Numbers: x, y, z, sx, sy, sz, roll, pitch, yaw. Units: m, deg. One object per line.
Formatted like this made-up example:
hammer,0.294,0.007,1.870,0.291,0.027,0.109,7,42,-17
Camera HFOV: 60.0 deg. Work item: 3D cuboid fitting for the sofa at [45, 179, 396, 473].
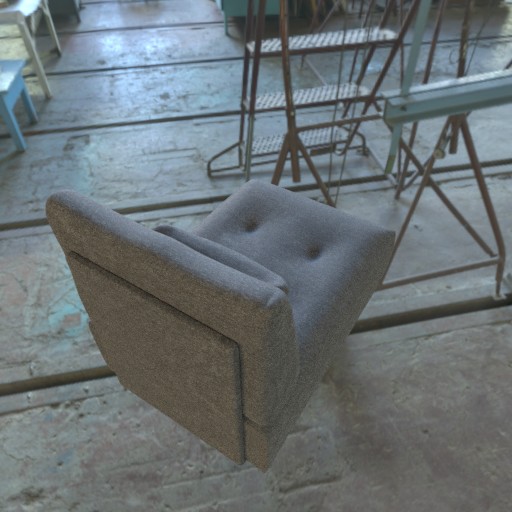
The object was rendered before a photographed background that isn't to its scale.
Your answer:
sofa,0.000,0.000,1.525,0.700,0.820,1.000,25,50,23
